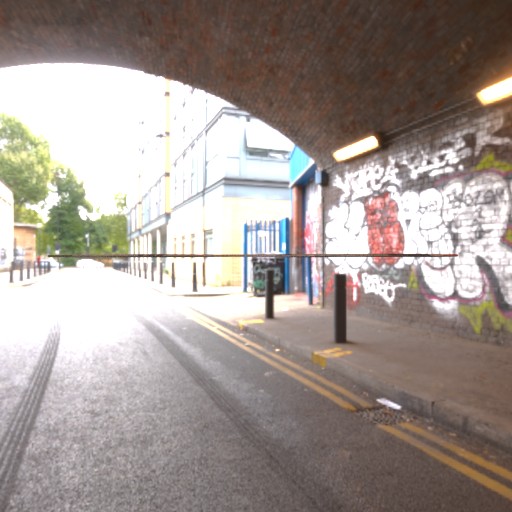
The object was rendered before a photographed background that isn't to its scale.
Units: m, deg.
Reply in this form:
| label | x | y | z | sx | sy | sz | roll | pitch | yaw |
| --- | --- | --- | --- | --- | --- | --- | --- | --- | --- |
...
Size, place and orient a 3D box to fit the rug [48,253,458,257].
| label | x | y | z | sx | sy | sz | roll | pitch | yaw |
| --- | --- | --- | --- | --- | --- | --- | --- | --- | --- |
| rug | 0.000 | 0.000 | 3.074 | 2.446 | 0.017 | 1.530 | 0 | 0 | 19 |
